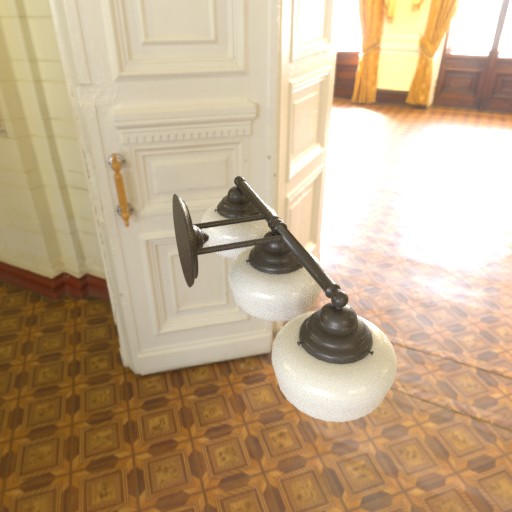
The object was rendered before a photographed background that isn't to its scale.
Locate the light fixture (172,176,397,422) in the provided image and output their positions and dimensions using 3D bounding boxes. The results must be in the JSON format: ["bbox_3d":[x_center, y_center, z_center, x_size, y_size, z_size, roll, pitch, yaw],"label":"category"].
[{"bbox_3d":[0.000,0.000,0.732,0.239,0.242,0.587,-10,32,-16],"label":"light fixture"}]
